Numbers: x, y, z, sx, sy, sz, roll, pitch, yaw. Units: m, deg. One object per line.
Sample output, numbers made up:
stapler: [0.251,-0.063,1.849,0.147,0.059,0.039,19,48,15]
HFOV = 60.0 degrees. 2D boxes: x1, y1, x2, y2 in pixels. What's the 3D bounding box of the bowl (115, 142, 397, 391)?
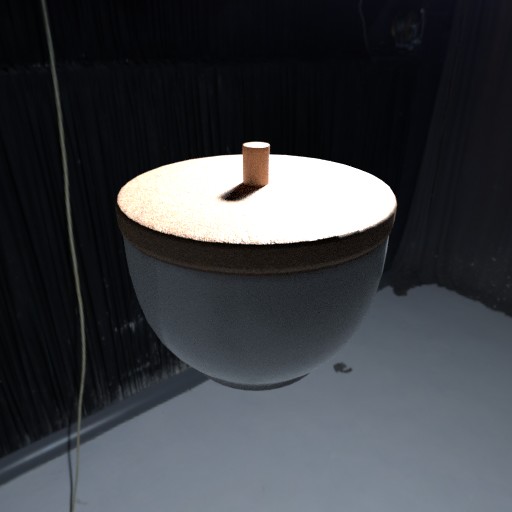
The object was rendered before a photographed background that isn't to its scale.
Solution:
bowl: [0.000,0.000,0.221,0.126,0.110,0.126,0,27,0]
